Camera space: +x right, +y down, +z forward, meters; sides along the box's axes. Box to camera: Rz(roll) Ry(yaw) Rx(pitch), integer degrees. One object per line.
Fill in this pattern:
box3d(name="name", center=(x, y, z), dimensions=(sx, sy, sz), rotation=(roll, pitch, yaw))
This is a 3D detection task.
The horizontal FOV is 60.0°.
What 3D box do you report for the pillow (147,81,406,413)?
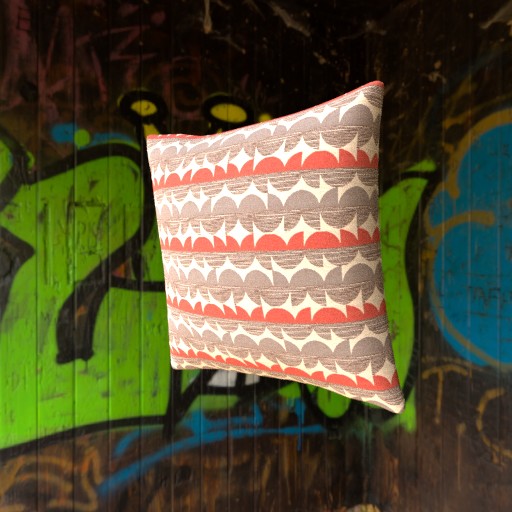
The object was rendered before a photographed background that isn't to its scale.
box3d(name="pillow", center=(0.000, 0.000, 0.654), dimensions=(0.420, 0.410, 0.180), rotation=(0, 0, 37))
